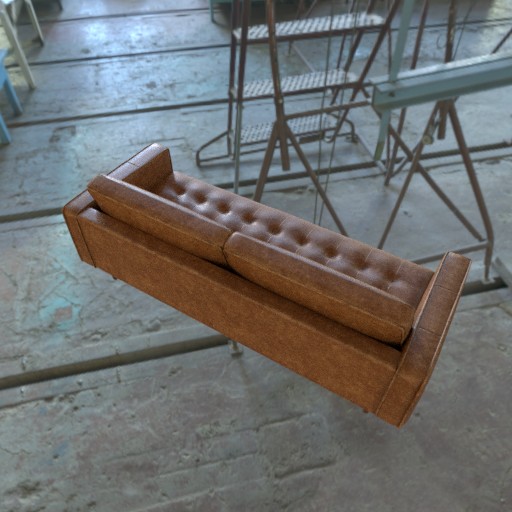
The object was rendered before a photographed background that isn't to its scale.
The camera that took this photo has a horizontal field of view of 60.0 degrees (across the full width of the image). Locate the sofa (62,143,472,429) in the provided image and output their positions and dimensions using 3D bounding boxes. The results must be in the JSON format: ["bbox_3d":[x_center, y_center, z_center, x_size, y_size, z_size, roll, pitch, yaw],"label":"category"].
[{"bbox_3d":[0.000,0.000,2.606,2.199,0.779,0.886,24,51,21],"label":"sofa"}]
